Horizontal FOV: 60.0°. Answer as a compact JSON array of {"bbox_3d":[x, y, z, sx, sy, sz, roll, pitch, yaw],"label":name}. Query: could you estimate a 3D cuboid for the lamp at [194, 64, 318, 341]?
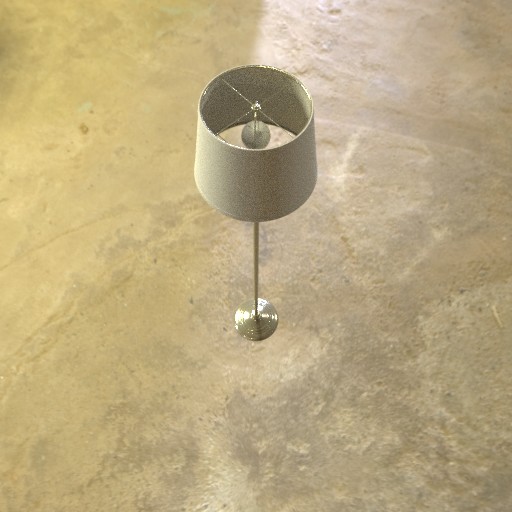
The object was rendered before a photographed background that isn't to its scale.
[{"bbox_3d":[0.000,0.000,1.648,0.327,1.506,0.327,2,64,1],"label":"lamp"}]
